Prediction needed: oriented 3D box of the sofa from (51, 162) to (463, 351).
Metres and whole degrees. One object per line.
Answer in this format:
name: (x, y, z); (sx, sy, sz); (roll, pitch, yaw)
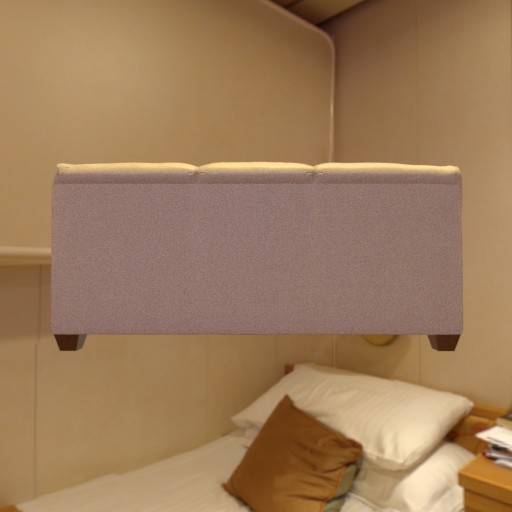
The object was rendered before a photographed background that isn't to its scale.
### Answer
sofa: (0.000, 0.000, 2.631); (2.024, 0.958, 0.997); (0, -2, 0)
